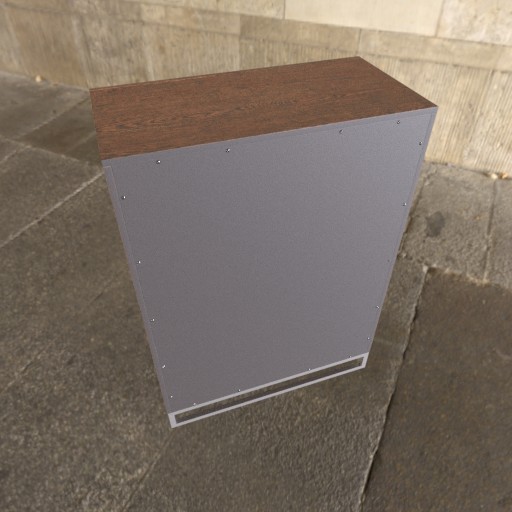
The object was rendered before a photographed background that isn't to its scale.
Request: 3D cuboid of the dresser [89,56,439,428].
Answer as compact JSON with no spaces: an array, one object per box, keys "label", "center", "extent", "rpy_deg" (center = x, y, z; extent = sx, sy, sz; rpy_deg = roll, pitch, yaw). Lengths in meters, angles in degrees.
[{"label":"dresser","center":[0.000,0.000,1.802],"extent":[0.965,1.321,0.508],"rpy_deg":[-13,43,-14]}]
